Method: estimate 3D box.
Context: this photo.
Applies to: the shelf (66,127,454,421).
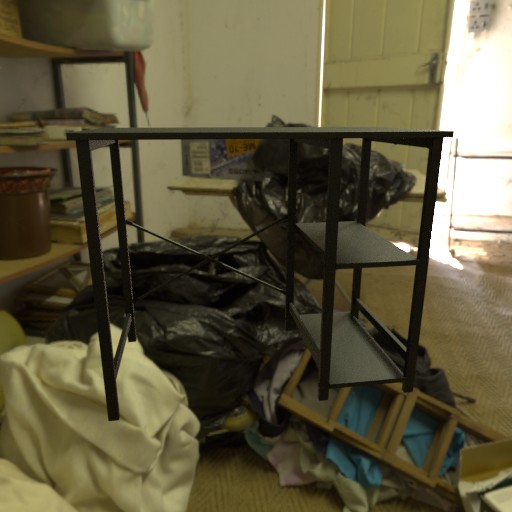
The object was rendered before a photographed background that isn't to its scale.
[{"bbox_3d":[0.000,0.000,1.361,0.902,0.749,0.498,-3,18,-8],"label":"shelf"}]
